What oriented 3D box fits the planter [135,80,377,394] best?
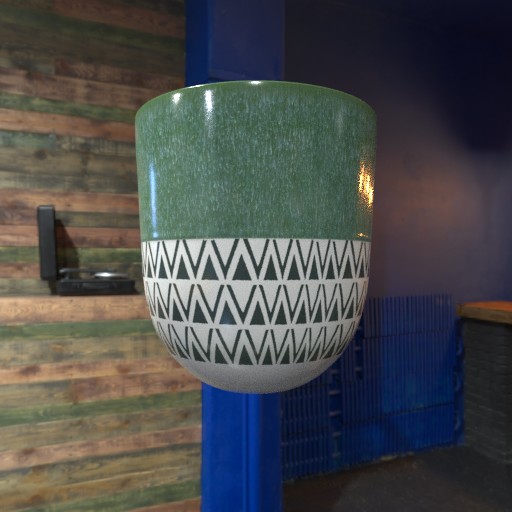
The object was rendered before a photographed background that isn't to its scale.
[{"bbox_3d":[0.000,0.000,0.368,0.195,0.214,0.195,0,-1,0],"label":"planter"}]
